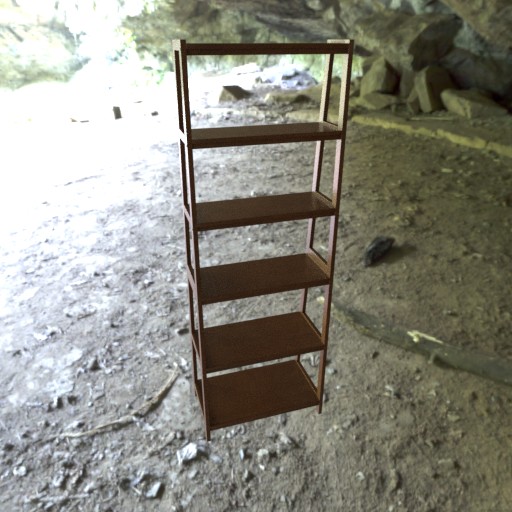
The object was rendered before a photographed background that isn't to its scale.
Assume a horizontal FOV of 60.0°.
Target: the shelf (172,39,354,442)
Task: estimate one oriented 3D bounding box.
[{"bbox_3d":[0.000,0.000,2.155,0.660,1.892,0.382,-8,27,-16],"label":"shelf"}]
